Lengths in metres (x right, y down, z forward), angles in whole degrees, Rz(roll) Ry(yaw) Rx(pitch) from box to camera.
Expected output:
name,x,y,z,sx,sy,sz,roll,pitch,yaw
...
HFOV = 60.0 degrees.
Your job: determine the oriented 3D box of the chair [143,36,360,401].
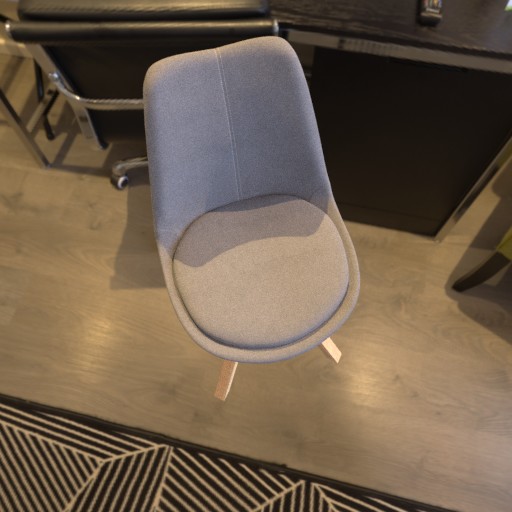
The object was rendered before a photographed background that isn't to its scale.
name,x,y,z,sx,sy,sz,roll,pitch,yaw
chair,0.000,0.000,1.153,0.474,0.863,0.549,-16,65,-8
